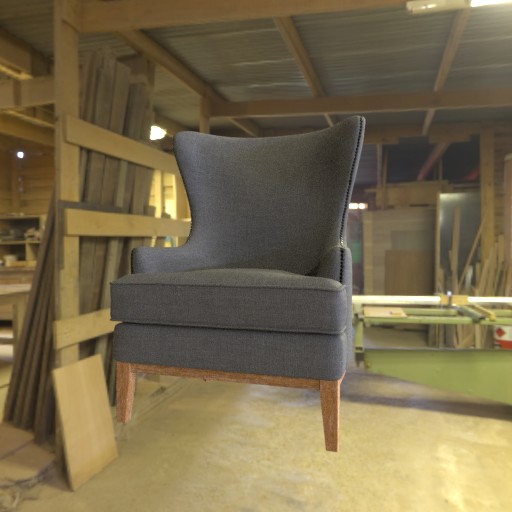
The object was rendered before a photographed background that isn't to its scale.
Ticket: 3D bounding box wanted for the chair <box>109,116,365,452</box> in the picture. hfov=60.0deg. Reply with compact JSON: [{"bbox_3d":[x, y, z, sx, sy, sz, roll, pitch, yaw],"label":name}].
[{"bbox_3d":[0.000,0.000,1.839,0.864,1.176,0.883,0,1,18],"label":"chair"}]
